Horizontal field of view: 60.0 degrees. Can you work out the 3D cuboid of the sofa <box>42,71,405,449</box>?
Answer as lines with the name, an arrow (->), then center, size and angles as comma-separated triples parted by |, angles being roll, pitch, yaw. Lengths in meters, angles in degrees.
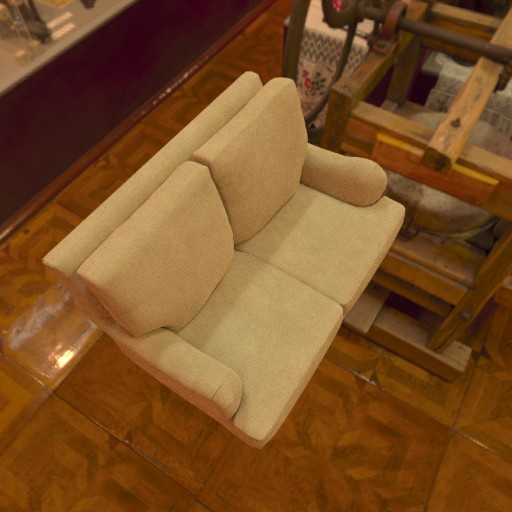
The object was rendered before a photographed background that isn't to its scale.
sofa -> 0.000, 0.000, 2.264 | 1.086, 1.087, 1.498 | 30, 63, 17
